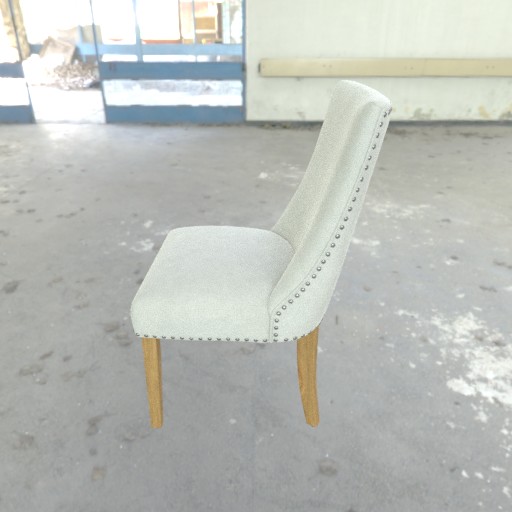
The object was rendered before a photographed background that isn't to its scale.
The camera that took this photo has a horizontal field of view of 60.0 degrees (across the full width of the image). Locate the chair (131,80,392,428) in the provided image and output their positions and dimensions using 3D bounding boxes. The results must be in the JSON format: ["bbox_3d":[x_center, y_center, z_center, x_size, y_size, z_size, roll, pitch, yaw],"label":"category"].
[{"bbox_3d":[0.000,0.000,1.262,0.610,0.902,0.495,1,27,2],"label":"chair"}]
